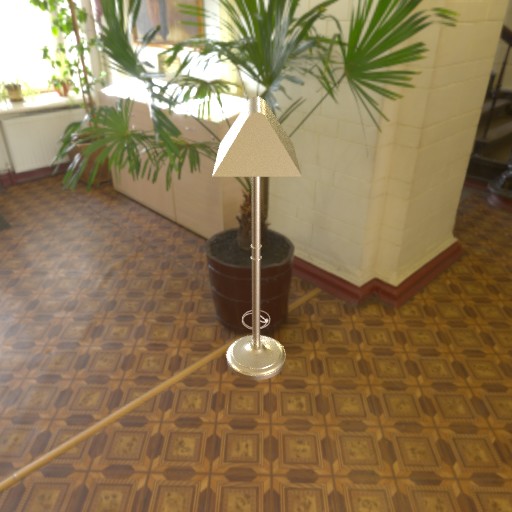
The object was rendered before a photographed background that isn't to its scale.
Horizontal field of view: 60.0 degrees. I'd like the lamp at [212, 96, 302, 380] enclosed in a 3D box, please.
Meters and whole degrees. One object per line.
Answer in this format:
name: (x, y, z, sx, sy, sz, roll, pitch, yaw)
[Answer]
lamp: (0.000, 0.000, 0.968, 0.159, 0.708, 0.546, 0, 30, 1)
